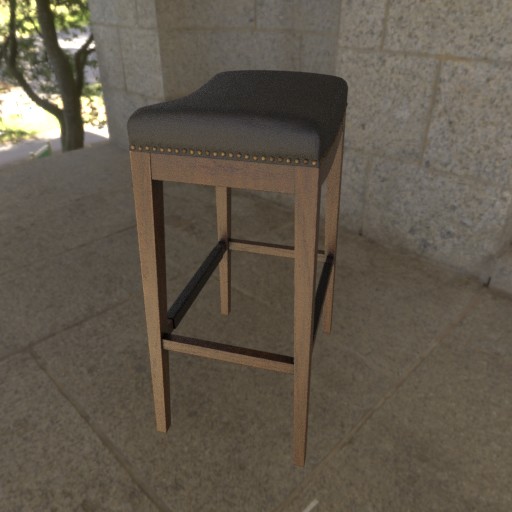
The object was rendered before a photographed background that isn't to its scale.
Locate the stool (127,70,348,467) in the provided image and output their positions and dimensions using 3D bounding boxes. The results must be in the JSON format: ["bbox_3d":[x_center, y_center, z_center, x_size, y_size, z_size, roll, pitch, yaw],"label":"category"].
[{"bbox_3d":[0.000,0.000,1.050,0.361,0.765,0.500,8,31,13],"label":"stool"}]
